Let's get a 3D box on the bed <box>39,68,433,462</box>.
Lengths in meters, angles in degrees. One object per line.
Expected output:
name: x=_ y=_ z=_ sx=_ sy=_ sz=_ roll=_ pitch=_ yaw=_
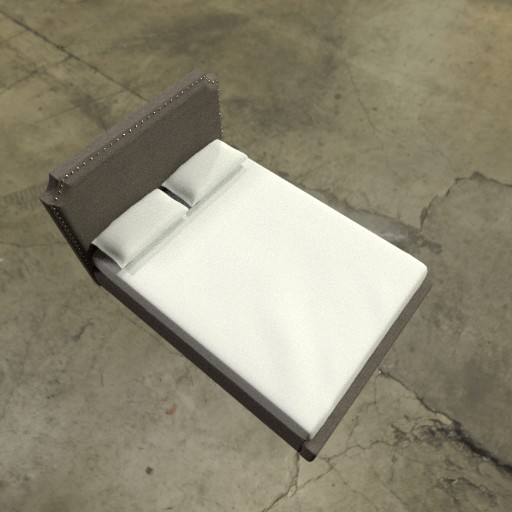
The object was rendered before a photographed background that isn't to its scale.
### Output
bed: x=0.000 y=0.000 z=3.433 sx=2.381 sy=1.457 sz=1.713 roll=35 pitch=64 yaw=19
